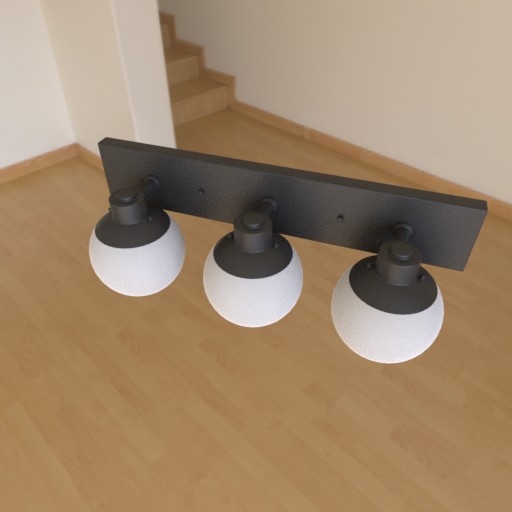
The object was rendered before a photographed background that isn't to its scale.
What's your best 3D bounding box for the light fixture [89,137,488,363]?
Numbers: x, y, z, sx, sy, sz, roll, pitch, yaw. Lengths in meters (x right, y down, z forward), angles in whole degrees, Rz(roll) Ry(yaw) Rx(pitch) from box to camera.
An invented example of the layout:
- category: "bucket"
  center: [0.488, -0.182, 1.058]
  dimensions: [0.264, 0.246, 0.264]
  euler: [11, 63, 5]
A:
- category: "light fixture"
  center: [0.000, 0.000, 0.817]
  dimensions: [0.721, 0.263, 0.218]
  euler: [13, 42, 14]
